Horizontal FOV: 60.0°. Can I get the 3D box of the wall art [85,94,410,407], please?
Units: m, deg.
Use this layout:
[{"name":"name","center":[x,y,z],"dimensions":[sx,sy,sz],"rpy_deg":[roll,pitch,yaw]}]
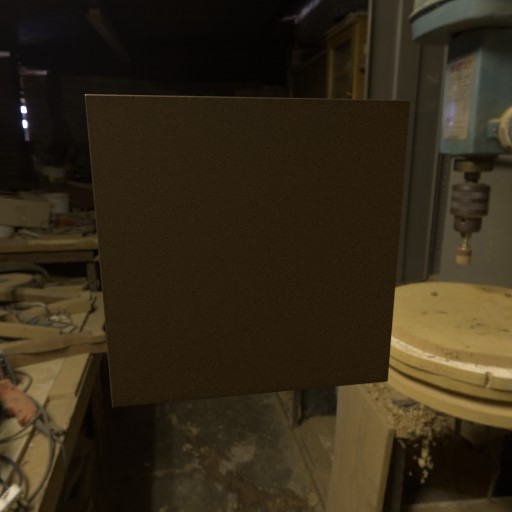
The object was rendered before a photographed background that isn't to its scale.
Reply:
[{"name":"wall art","center":[0.000,0.000,0.752],"dimensions":[0.503,0.506,0.030],"rpy_deg":[-2,14,-10]}]
